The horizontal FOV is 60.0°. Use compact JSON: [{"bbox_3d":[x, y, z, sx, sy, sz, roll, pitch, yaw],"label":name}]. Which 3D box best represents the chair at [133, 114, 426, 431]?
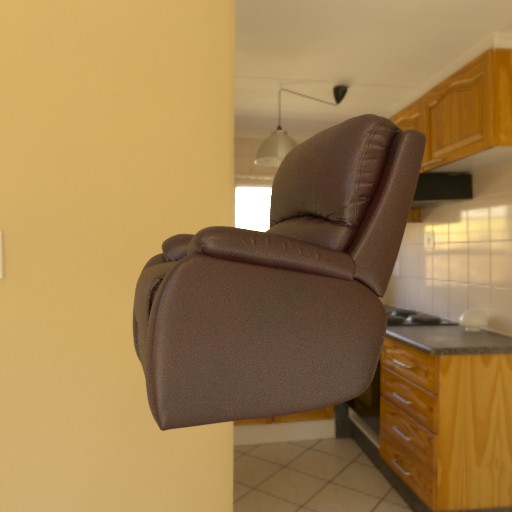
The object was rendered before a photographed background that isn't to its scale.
[{"bbox_3d":[0.000,0.000,1.710,0.899,1.011,0.930,0,0,-18],"label":"chair"}]
